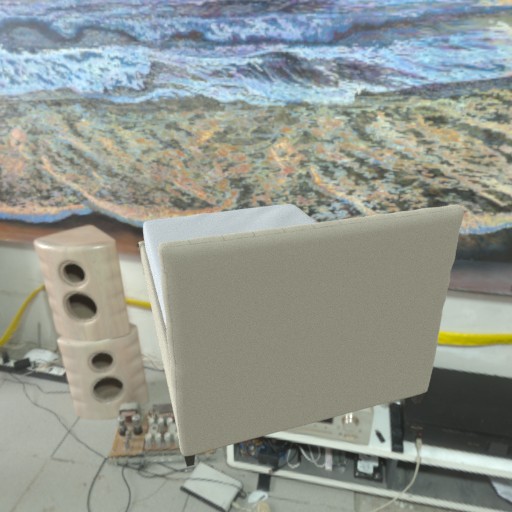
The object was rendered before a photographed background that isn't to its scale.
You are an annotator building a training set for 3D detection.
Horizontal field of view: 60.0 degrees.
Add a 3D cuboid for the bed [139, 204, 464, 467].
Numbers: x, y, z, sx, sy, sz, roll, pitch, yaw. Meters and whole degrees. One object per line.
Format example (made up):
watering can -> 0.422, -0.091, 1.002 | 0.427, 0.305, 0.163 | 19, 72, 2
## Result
bed -> 0.000, 0.000, 3.516 | 1.698, 1.427, 2.387 | -8, 27, -16
